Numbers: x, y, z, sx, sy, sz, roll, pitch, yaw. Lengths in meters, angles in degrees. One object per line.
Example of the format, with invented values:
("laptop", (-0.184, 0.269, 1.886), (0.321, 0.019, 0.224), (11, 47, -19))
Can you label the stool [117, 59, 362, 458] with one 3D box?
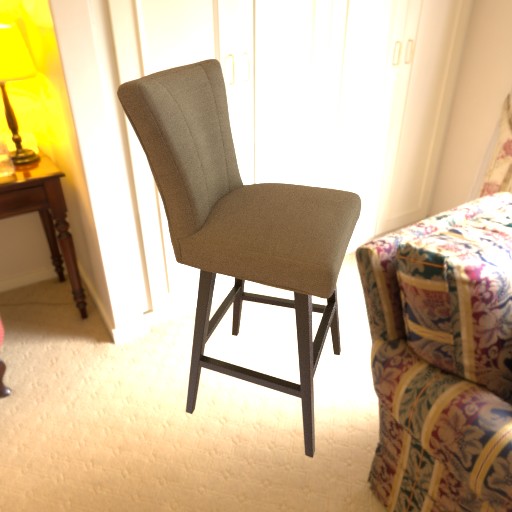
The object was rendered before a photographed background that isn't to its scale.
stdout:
("stool", (0.000, 0.000, 1.406), (0.574, 1.086, 0.514), (10, 32, 16))
